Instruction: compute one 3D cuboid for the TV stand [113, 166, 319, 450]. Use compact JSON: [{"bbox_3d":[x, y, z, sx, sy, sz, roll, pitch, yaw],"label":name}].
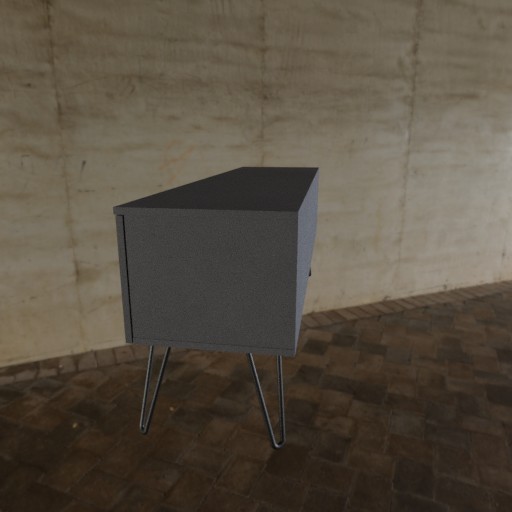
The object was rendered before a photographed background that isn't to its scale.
[{"bbox_3d":[0.000,0.000,1.632,0.400,0.560,1.400,2,15,9],"label":"TV stand"}]
